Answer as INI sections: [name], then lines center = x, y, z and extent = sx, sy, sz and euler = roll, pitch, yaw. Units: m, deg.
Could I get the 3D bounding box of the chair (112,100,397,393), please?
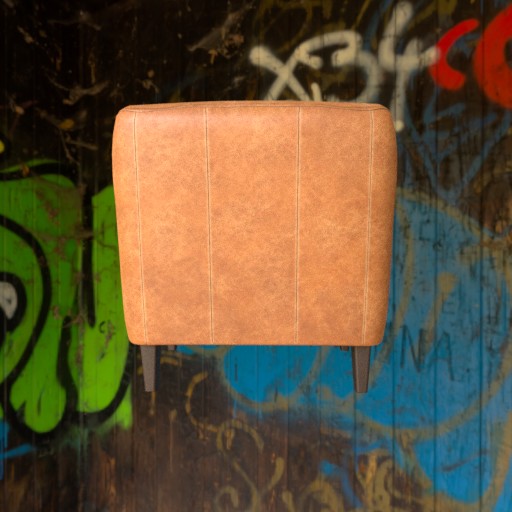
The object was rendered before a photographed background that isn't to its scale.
[chair]
center = 0.000, 0.000, 1.857
extent = 1.037, 0.980, 1.034
euler = 0, 0, 1
